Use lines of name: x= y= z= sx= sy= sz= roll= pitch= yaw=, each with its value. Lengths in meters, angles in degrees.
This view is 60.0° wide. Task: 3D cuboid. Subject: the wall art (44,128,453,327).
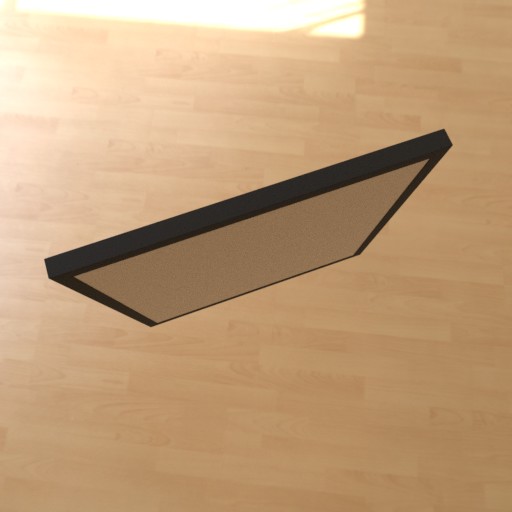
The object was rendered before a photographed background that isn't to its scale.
wall art: x=0.000 y=0.000 z=0.465 sx=0.306 sy=0.304 sz=0.015 roll=-19 pitch=76 yaw=-5
